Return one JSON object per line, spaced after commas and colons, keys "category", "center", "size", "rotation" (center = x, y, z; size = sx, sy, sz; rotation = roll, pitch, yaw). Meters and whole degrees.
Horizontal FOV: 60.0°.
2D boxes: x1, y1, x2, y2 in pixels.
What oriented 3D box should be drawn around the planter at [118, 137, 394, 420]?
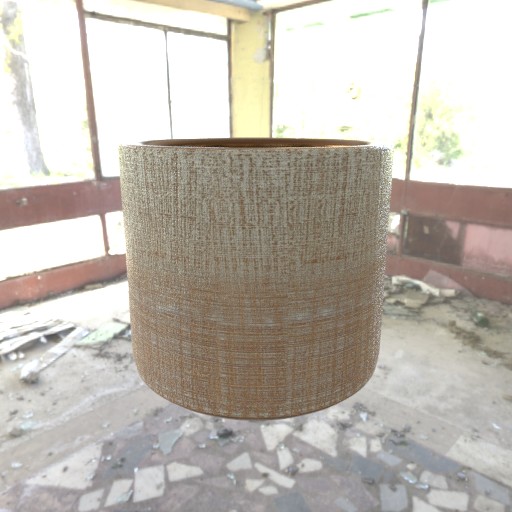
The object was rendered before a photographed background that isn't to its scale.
{"category": "planter", "center": [0.000, 0.000, 0.191], "size": [0.109, 0.096, 0.109], "rotation": [0, 17, 0]}
